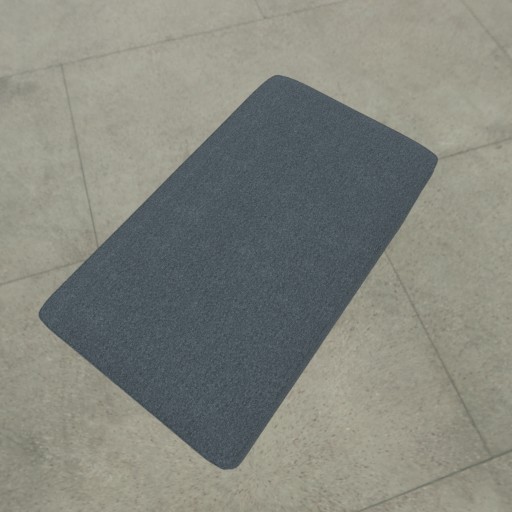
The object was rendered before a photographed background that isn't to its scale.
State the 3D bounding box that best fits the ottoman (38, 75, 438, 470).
[{"bbox_3d":[0.000,0.000,1.511,0.681,0.494,1.173,33,68,15],"label":"ottoman"}]
